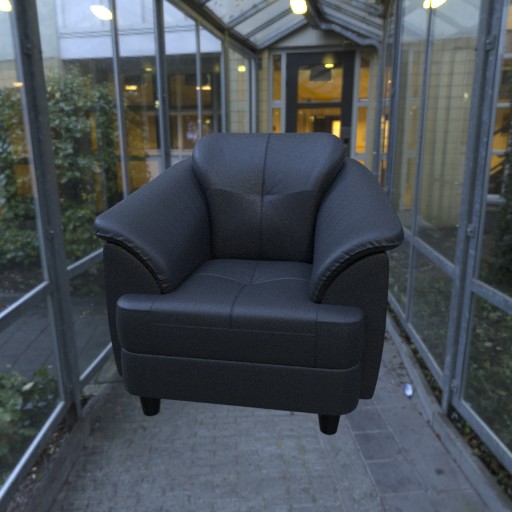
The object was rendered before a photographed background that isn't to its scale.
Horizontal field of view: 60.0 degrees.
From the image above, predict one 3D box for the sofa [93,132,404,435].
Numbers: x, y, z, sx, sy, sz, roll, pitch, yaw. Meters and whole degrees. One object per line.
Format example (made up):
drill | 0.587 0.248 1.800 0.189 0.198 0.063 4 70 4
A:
sofa | 0.000 0.000 1.483 0.870 0.811 0.794 2 14 9
